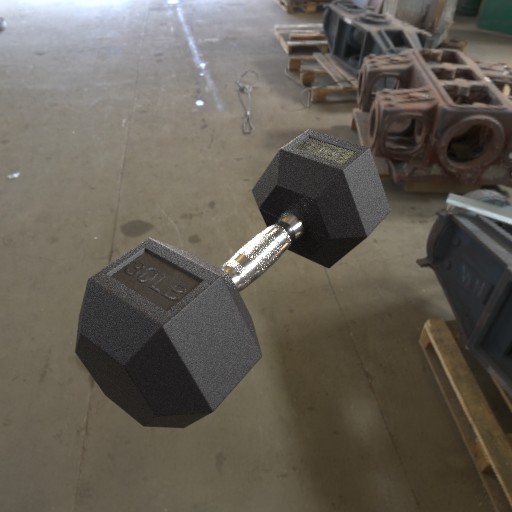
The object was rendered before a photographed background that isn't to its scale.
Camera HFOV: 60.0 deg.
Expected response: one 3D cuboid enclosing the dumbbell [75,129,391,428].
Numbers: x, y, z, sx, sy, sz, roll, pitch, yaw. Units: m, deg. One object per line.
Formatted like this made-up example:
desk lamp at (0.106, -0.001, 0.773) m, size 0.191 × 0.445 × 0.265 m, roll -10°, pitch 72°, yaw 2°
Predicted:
dumbbell at (0.000, 0.000, 0.413) m, size 0.142 × 0.123 × 0.337 m, roll 26°, pitch 47°, yaw 27°
